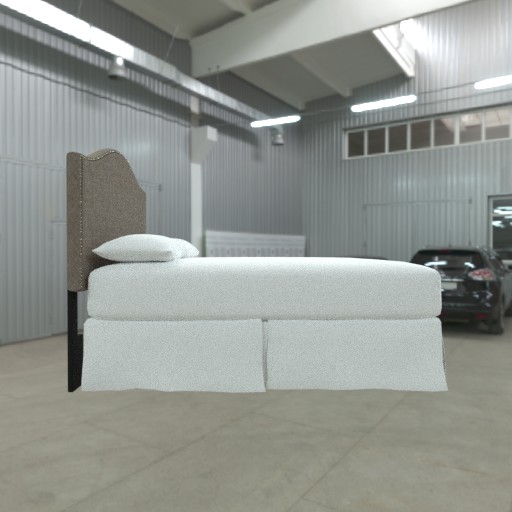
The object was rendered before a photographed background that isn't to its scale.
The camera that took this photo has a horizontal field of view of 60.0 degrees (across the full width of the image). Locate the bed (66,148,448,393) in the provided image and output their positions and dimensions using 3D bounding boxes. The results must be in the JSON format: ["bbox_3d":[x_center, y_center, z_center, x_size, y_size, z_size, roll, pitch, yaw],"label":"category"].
[{"bbox_3d":[0.000,0.000,3.245,2.153,1.518,1.713,0,1,-1],"label":"bed"}]
